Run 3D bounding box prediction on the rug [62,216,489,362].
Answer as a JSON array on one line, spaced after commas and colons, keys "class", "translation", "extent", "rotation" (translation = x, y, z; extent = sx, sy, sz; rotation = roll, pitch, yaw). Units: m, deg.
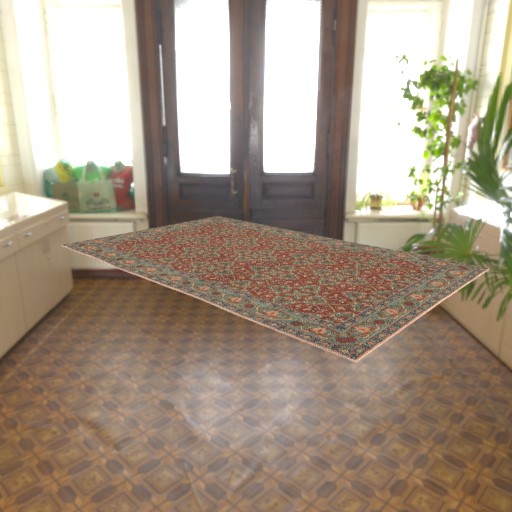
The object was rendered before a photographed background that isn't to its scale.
[{"class": "rug", "translation": [0.000, 0.000, 2.945], "extent": [2.439, 0.011, 1.533], "rotation": [15, 21, 41]}]
